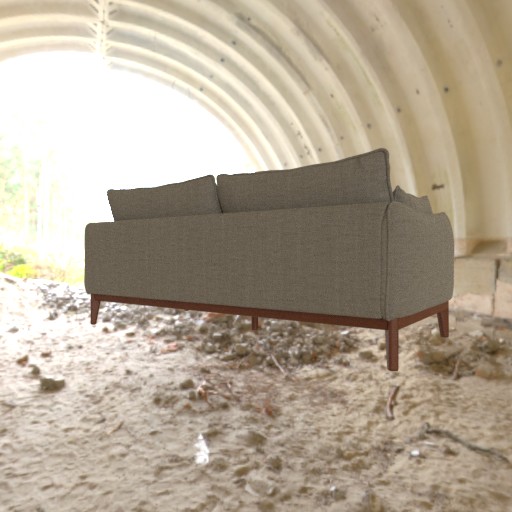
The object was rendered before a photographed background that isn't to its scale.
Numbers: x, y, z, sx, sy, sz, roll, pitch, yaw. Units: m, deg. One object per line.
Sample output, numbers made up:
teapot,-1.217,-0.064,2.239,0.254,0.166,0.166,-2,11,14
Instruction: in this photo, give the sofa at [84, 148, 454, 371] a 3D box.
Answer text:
sofa,0.000,0.000,2.541,1.989,0.851,0.972,0,0,36
